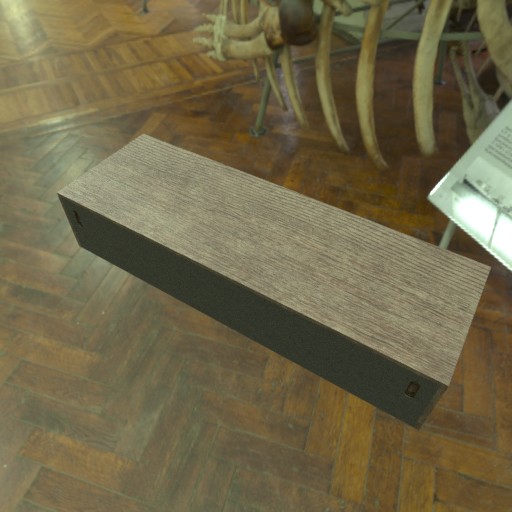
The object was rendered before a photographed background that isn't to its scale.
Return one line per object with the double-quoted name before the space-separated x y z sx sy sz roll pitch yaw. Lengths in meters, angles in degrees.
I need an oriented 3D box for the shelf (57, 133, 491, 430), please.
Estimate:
"shelf" 0.000 0.000 0.685 0.610 0.125 0.200 25 52 21
